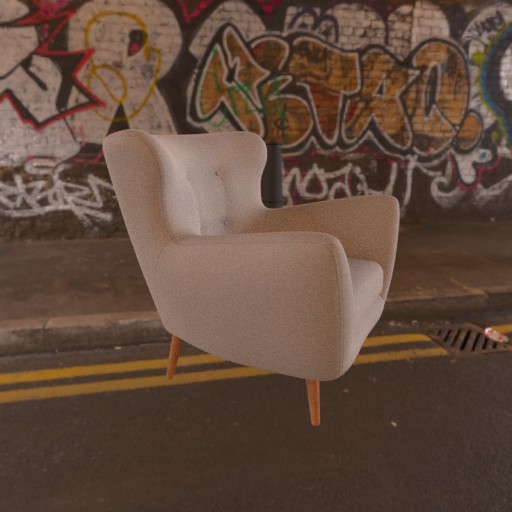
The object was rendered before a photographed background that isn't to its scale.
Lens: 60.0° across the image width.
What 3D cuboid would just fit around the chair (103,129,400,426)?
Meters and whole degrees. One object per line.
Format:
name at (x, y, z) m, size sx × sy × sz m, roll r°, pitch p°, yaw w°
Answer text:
chair at (0.000, 0.000, 1.627) m, size 0.889 × 0.889 × 0.890 m, roll 7°, pitch 17°, yaw 26°
